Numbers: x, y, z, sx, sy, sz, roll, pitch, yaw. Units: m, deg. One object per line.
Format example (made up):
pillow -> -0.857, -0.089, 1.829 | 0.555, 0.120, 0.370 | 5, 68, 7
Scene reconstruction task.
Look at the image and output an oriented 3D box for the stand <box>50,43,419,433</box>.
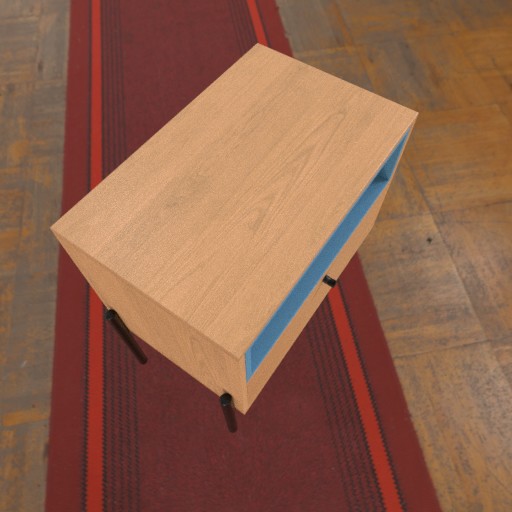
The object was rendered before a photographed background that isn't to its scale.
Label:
stand -> 0.000, 0.000, 1.030 | 0.400, 0.600, 0.630 | 31, 64, 17
